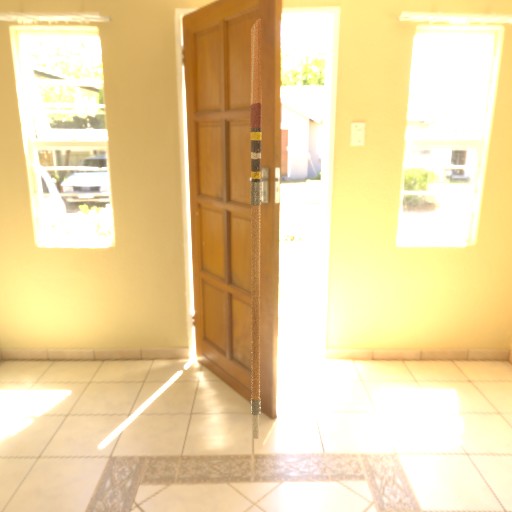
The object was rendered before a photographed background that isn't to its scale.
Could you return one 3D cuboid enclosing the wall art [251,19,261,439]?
[{"bbox_3d":[0.000,0.000,1.633,0.038,1.556,0.146,-2,15,-9],"label":"wall art"}]
